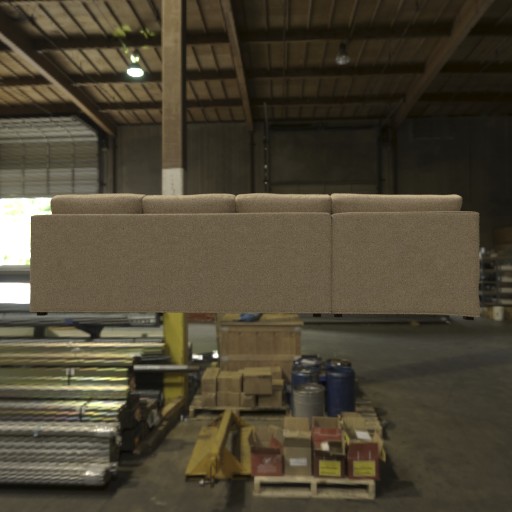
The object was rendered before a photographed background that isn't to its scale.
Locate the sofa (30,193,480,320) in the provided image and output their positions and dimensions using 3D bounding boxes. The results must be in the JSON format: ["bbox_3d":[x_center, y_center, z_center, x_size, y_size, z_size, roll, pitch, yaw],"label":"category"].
[{"bbox_3d":[0.000,0.000,3.910,3.198,0.920,1.638,0,-1,3],"label":"sofa"}]
